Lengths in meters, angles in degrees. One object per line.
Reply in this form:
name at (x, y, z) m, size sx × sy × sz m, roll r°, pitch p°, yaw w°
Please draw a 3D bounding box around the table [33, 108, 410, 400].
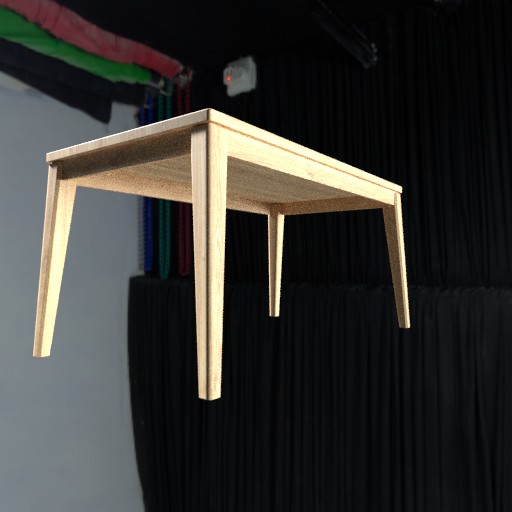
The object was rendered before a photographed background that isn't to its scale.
table at (0.000, 0.000, 2.037) m, size 0.900 × 0.760 × 1.600 m, roll -1°, pitch -1°, yaw 37°
